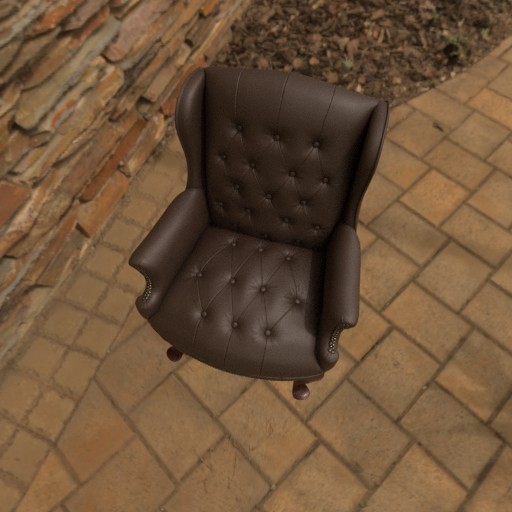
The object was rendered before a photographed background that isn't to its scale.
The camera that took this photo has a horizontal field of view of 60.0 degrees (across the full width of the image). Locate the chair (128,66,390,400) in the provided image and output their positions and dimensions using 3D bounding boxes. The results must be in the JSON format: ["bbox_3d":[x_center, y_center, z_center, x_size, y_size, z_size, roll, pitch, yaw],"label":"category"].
[{"bbox_3d":[0.000,0.000,1.715,0.829,1.132,0.819,15,60,9],"label":"chair"}]
